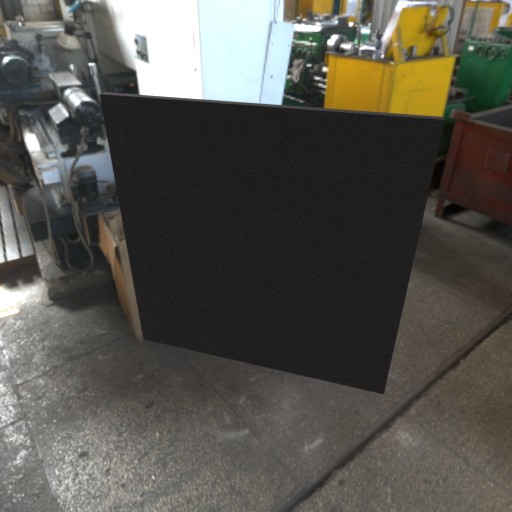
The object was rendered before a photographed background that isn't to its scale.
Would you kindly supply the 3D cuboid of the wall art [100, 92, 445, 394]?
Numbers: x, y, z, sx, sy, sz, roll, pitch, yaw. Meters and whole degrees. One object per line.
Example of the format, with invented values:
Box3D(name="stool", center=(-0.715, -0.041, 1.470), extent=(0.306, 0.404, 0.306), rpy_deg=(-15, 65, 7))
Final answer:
Box3D(name="wall art", center=(0.000, 0.000, 0.690), extent=(0.456, 0.458, 0.013), rpy_deg=(9, 33, 15))
